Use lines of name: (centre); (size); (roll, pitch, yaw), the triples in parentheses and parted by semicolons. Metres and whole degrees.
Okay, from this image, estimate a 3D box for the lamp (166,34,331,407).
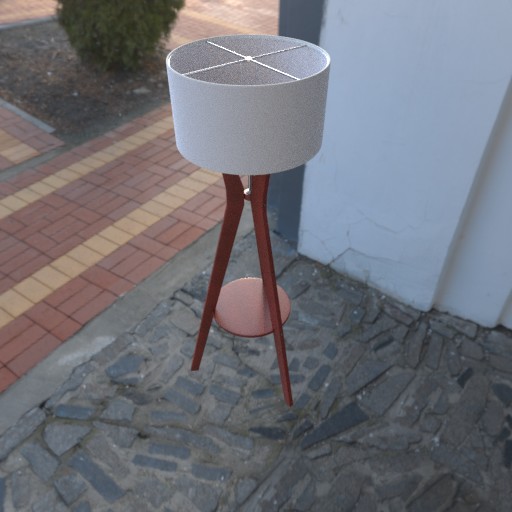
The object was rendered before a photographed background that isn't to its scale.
lamp: (0.000, 0.000, 1.740); (0.539, 1.472, 0.542); (-27, 47, -28)
